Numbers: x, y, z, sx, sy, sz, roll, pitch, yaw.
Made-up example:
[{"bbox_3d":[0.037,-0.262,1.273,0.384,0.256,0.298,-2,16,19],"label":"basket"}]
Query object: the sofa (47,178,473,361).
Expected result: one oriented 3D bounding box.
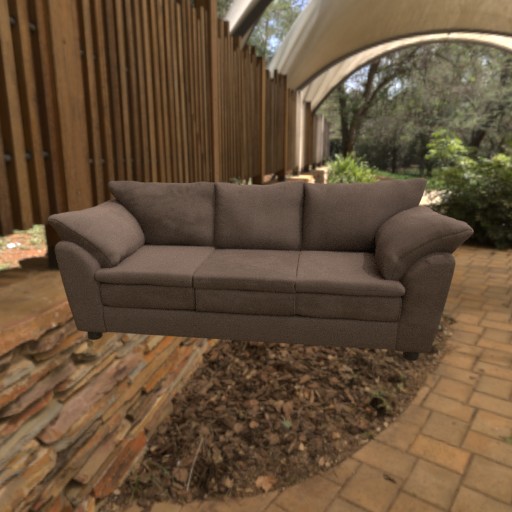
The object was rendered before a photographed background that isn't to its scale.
[{"bbox_3d":[0.000,0.000,2.875,2.377,0.981,0.893,2,14,8],"label":"sofa"}]
